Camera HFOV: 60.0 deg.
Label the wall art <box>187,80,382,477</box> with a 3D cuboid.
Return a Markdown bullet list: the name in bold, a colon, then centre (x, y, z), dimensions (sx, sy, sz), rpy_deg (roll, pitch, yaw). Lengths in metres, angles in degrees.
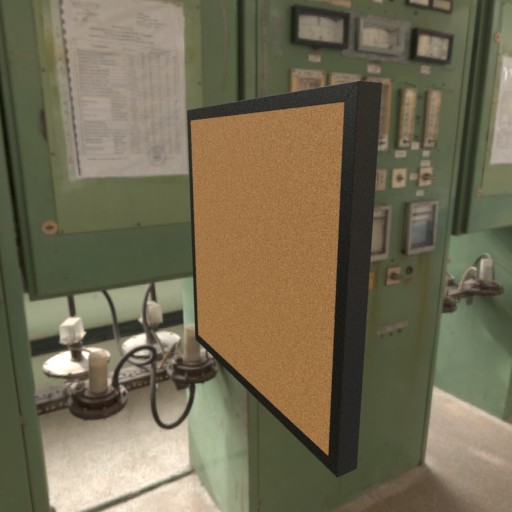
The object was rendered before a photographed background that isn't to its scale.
- **wall art**: centre (0.000, 0.000, 0.763), dimensions (0.036, 0.508, 0.508), rpy_deg (-8, 16, -29)
